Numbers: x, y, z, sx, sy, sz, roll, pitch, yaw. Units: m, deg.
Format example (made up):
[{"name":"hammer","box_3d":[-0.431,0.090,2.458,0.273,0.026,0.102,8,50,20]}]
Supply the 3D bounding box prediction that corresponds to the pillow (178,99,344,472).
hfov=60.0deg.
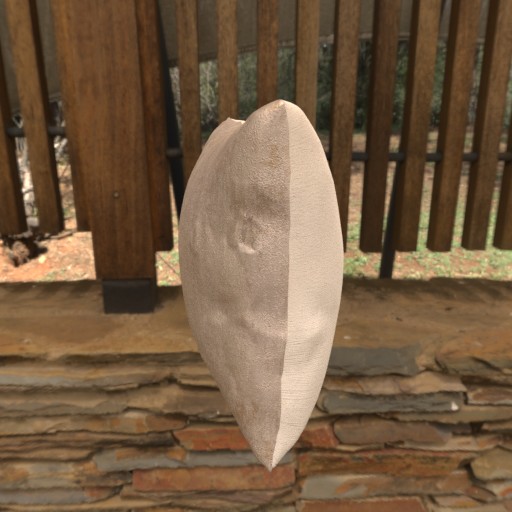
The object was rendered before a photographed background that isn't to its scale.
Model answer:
[{"name":"pillow","box_3d":[0.000,0.000,0.715,0.245,0.448,0.450,-2,15,-8]}]
